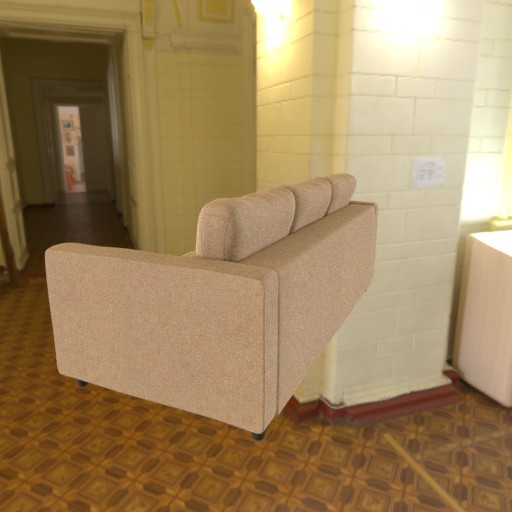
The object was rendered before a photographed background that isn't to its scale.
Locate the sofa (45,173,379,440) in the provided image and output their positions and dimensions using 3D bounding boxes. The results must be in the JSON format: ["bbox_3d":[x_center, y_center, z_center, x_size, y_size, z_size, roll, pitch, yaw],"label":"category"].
[{"bbox_3d":[0.000,0.000,2.337,0.930,0.800,1.855,7,16,24],"label":"sofa"}]
